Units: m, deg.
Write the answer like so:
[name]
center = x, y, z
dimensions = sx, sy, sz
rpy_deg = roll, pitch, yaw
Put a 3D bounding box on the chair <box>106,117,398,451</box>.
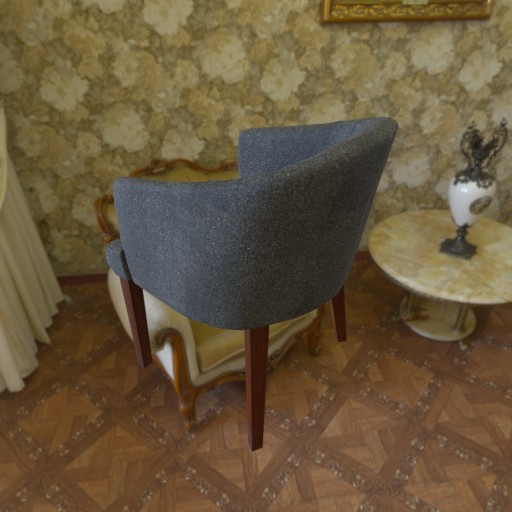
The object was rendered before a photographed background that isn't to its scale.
[chair]
center = 0.000, 0.000, 1.250
dimensions = 0.655, 0.811, 0.583
rpy_deg = 21, 37, 30
